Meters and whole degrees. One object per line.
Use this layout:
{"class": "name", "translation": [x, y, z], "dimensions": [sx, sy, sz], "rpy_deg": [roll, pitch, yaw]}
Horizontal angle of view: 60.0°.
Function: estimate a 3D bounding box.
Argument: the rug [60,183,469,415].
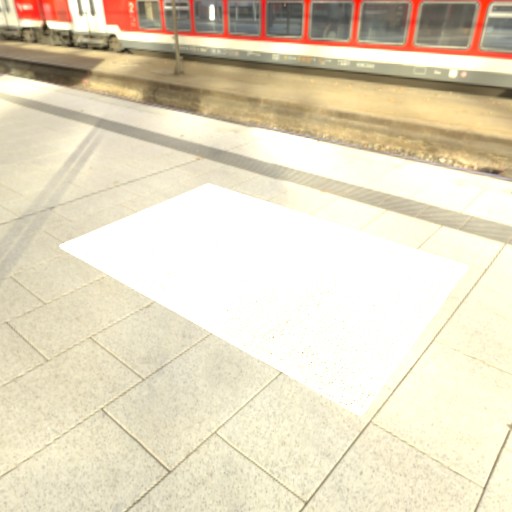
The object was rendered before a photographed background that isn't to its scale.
{"class": "rug", "translation": [0.000, 0.000, 3.515], "dimensions": [2.743, 0.030, 1.778], "rpy_deg": [22, 37, 32]}
